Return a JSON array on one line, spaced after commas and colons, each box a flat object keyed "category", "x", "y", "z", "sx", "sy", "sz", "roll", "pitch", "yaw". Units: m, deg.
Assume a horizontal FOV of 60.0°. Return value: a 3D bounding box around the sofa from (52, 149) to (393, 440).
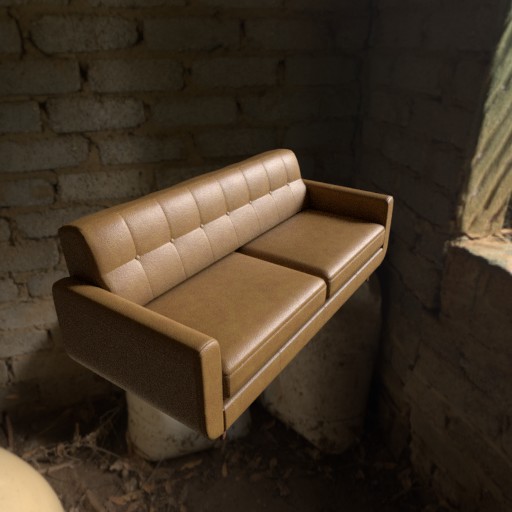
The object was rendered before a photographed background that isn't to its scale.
[{"category": "sofa", "x": 0.000, "y": 0.000, "z": 2.697, "sx": 0.980, "sy": 0.892, "sz": 2.137, "roll": 17, "pitch": 31, "yaw": 30}]
